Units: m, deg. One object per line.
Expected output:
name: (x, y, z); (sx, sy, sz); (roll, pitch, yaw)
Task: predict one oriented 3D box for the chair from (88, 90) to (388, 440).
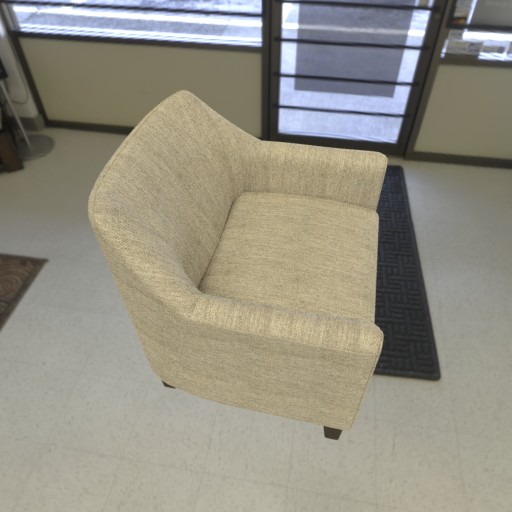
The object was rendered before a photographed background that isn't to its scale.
chair: (0.000, 0.000, 1.411); (0.758, 0.761, 0.796); (9, 47, 9)
